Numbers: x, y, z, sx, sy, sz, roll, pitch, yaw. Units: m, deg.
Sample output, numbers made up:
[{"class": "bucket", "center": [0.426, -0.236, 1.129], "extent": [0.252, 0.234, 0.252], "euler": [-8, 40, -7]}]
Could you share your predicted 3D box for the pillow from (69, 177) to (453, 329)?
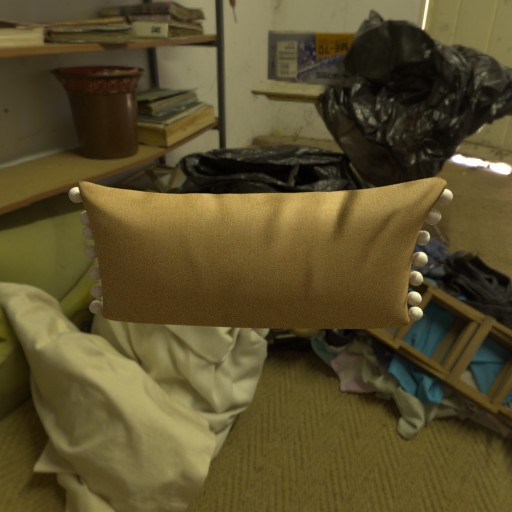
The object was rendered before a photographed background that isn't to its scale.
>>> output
[{"class": "pillow", "center": [0.000, 0.000, 0.857], "extent": [0.709, 0.322, 0.201], "euler": [1, 29, 2]}]
